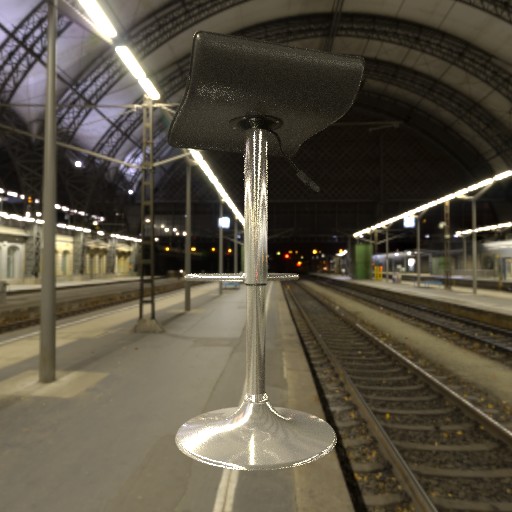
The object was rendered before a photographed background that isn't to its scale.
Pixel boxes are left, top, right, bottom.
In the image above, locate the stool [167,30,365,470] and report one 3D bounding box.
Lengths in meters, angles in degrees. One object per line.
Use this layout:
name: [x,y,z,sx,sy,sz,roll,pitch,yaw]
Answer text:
stool: [0.000,0.000,1.068,0.381,0.851,0.381,0,-1,-19]
